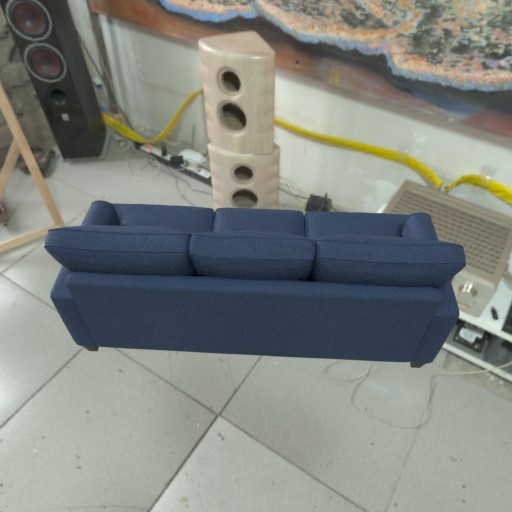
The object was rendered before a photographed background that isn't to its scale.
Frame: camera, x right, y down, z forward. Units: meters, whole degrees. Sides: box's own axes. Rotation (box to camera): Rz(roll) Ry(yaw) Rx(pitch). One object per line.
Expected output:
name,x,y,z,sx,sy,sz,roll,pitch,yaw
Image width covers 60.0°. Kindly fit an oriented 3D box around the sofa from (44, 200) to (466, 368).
sofa,0.000,0.000,2.672,2.158,0.965,0.951,2,48,2
